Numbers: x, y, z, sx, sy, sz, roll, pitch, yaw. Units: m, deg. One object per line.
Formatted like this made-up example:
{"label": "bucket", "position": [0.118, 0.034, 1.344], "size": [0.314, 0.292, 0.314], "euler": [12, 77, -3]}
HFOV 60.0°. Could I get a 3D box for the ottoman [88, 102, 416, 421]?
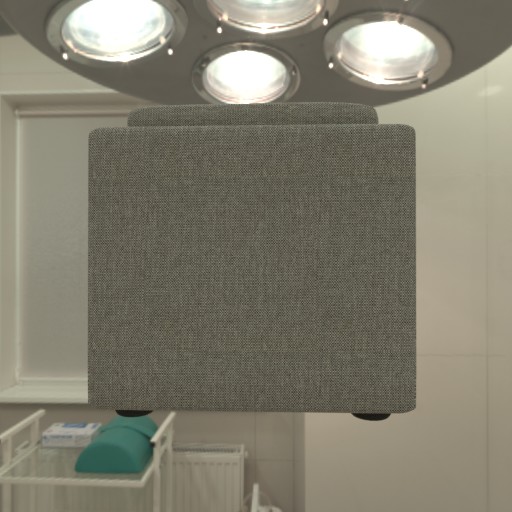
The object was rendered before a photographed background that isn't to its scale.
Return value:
{"label": "ottoman", "position": [0.000, 0.000, 0.815], "size": [0.450, 0.460, 0.450], "euler": [0, 0, 2]}
